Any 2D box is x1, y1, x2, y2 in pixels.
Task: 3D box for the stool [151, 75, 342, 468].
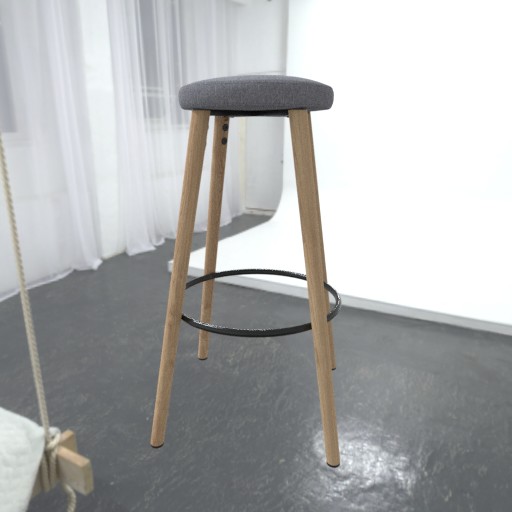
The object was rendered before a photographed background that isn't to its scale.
[{"bbox_3d":[0.000,0.000,1.022,0.410,0.770,0.410,2,17,8],"label":"stool"}]
